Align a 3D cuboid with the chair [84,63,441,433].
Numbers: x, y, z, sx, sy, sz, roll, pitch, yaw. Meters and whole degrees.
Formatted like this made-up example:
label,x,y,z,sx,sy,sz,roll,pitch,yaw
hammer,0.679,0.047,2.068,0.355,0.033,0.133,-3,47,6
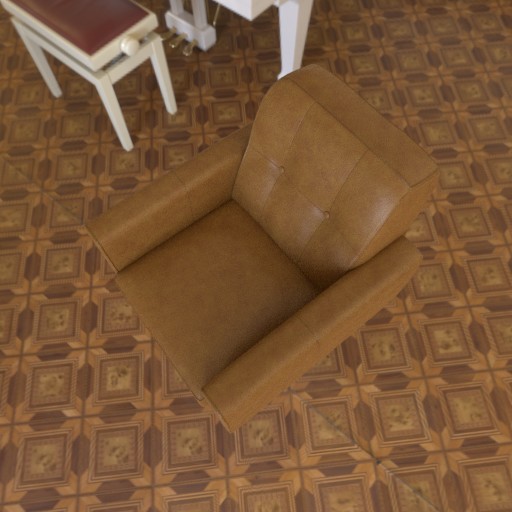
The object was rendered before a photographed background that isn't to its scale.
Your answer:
label,x,y,z,sx,sy,sz,roll,pitch,yaw
chair,0.000,0.000,1.653,0.942,0.968,0.845,-35,69,-16
